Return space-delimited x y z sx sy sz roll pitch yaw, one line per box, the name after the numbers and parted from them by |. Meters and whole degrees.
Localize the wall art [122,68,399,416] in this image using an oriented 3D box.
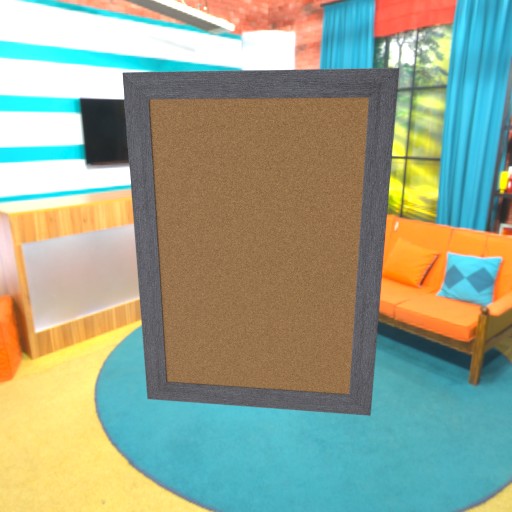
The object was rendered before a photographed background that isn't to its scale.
0.000 0.000 1.377 0.768 1.070 0.020 2 16 7 | wall art
